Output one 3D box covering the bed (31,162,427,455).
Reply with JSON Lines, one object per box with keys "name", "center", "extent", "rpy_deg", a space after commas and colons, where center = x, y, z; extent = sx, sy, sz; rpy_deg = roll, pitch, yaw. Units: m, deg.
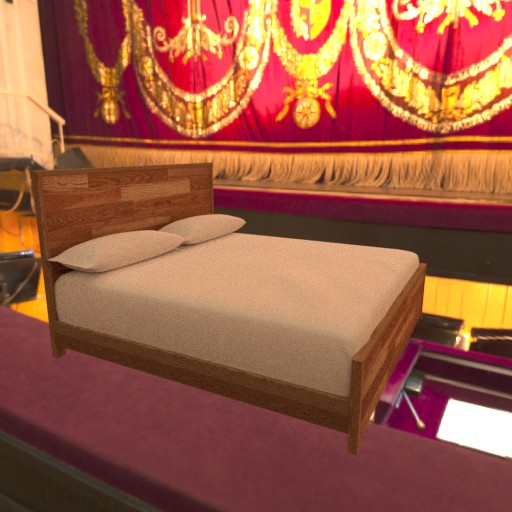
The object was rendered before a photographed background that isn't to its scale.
{"name": "bed", "center": [0.000, 0.000, 3.340], "extent": [2.184, 1.295, 2.013], "rpy_deg": [7, 15, 27]}
